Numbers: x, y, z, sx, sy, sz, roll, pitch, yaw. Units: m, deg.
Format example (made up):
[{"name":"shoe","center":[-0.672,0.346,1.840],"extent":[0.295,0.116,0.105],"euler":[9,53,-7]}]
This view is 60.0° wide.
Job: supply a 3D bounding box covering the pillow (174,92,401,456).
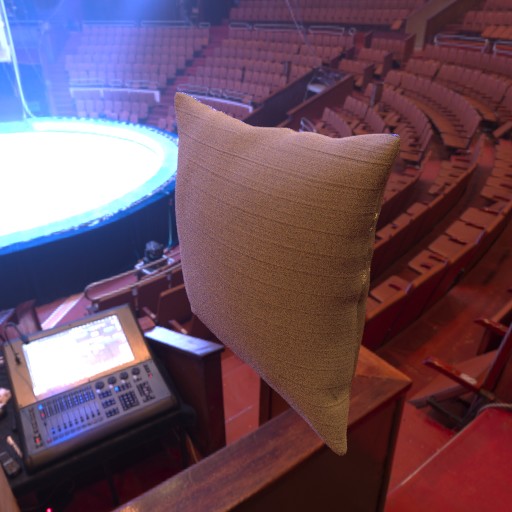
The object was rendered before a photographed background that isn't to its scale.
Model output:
[{"name":"pillow","center":[0.000,0.000,0.717],"extent":[0.175,0.464,0.470],"euler":[-19,33,-32]}]
